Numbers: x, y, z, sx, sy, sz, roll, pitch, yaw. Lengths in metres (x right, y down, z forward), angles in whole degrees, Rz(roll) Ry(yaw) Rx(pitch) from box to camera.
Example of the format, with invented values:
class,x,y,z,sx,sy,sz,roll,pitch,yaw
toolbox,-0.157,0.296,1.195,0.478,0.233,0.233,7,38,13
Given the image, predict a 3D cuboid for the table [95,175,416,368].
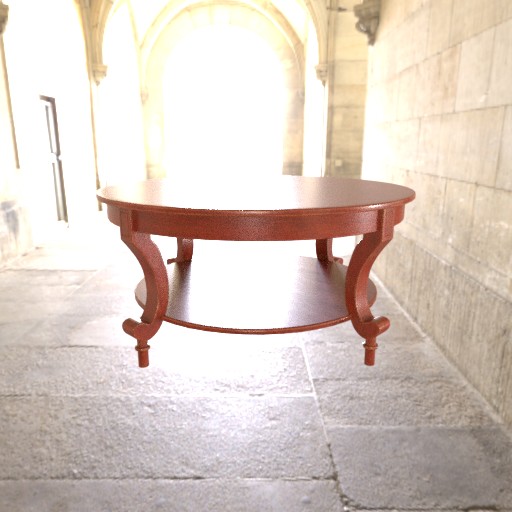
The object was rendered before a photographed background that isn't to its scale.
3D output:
class,x,y,z,sx,sy,sz,roll,pitch,yaw
table,0.000,0.000,1.563,1.029,0.486,1.029,0,15,0
